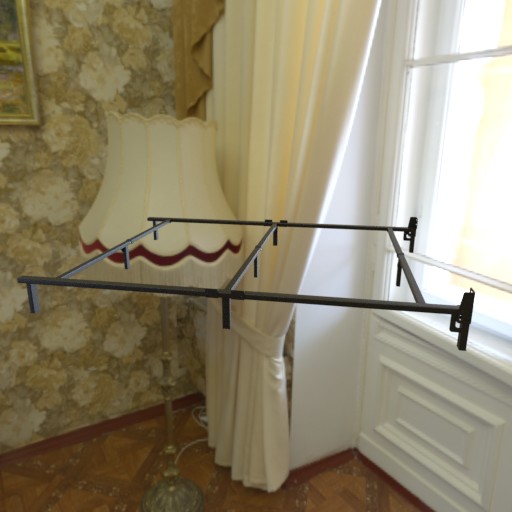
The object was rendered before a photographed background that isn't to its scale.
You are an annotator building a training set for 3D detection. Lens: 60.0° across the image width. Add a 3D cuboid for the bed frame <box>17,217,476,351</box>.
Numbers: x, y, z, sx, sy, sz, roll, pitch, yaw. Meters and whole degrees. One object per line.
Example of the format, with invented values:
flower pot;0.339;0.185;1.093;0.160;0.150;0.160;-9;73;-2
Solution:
bed frame;0.000;0.000;2.604;1.990;0.248;1.498;3;17;11
